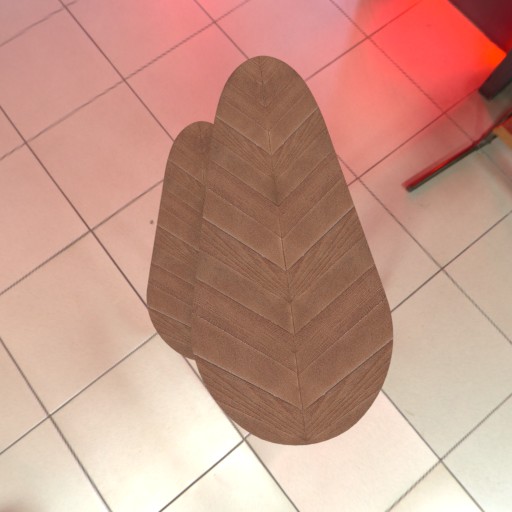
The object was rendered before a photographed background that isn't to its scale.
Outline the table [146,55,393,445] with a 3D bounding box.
[{"bbox_3d":[0.000,0.000,1.584,0.701,0.595,1.190,-5,75,-1],"label":"table"}]
